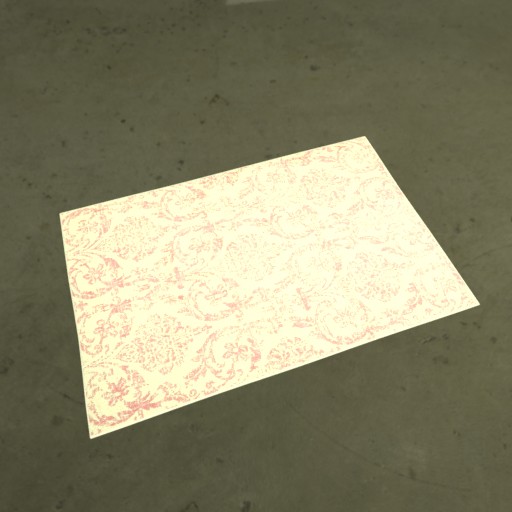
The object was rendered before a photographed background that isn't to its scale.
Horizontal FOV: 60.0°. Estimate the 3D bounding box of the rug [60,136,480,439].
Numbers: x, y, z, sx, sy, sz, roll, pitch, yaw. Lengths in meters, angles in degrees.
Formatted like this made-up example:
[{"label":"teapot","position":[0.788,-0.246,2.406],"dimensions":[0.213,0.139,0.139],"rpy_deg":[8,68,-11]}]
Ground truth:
[{"label":"rug","position":[0.000,0.000,3.375],"dimensions":[2.746,0.018,1.819],"rpy_deg":[-16,59,-10]}]
